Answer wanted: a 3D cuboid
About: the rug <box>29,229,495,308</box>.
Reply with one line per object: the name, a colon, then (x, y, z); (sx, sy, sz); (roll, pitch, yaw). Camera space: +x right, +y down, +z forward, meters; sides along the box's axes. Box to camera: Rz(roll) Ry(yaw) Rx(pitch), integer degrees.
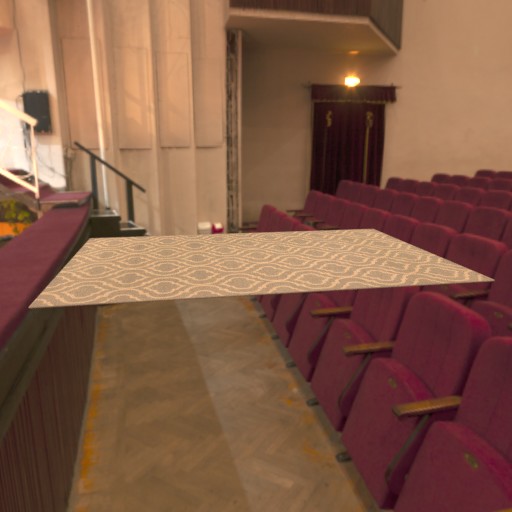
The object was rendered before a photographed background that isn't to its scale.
rug: (0.000, 0.000, 2.172); (1.749, 0.015, 1.141); (-2, 14, -10)
